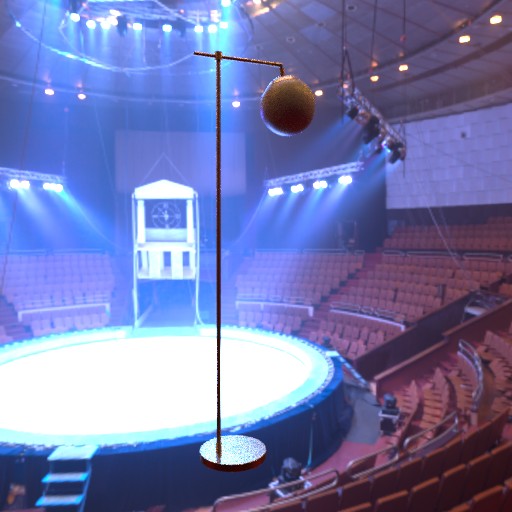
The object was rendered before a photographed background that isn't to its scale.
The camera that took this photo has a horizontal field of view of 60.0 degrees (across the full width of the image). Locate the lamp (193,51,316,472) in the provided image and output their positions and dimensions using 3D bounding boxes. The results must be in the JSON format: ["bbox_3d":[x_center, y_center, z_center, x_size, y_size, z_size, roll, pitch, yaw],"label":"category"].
[{"bbox_3d":[0.000,0.000,1.689,0.476,1.505,0.249,0,1,-18],"label":"lamp"}]
